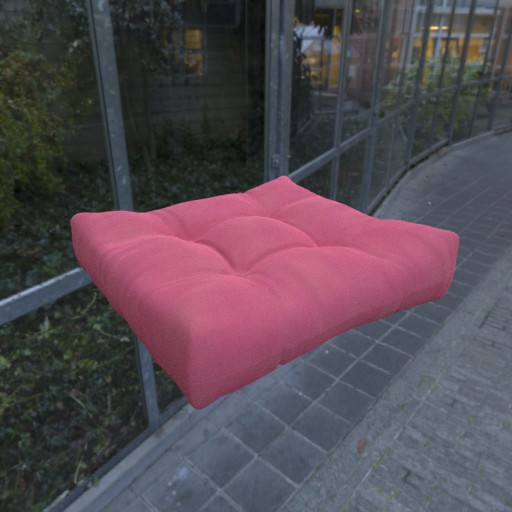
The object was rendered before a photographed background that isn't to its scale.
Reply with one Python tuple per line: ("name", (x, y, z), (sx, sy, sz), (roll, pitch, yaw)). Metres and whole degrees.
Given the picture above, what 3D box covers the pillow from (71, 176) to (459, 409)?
("pillow", (0.000, 0.000, 0.749), (0.490, 0.128, 0.468), (-17, 30, -32))
